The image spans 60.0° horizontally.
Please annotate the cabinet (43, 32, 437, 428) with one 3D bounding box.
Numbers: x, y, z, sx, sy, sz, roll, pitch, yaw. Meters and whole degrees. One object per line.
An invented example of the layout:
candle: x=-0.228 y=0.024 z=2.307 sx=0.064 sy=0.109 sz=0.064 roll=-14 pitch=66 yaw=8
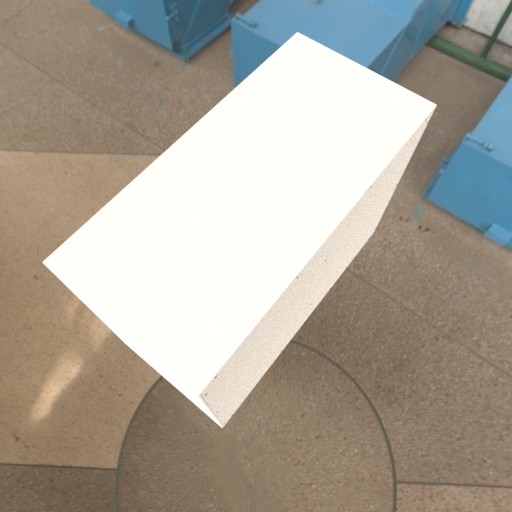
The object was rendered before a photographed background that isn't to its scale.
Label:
cabinet: x=0.000 y=0.000 z=1.247 sx=0.398 sy=0.761 sz=0.800 roll=36 pitch=69 yaw=16
